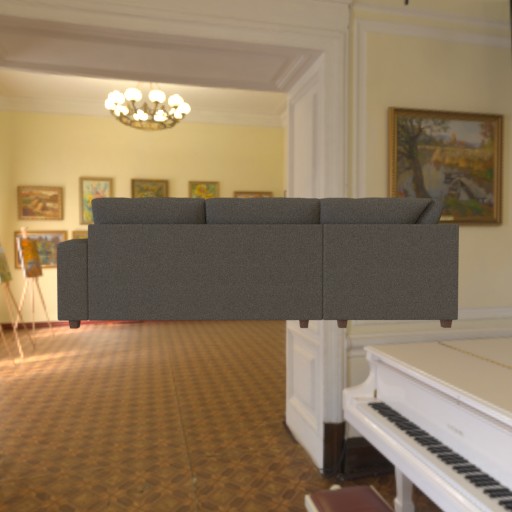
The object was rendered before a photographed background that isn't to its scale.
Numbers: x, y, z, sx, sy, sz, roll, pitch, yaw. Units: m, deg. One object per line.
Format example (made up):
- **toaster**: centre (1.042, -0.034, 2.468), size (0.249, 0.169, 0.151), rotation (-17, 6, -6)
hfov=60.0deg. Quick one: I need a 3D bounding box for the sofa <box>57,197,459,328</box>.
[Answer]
- **sofa**: centre (0.000, 0.000, 4.819), size (2.895, 0.965, 3.277), rotation (0, 2, -1)
